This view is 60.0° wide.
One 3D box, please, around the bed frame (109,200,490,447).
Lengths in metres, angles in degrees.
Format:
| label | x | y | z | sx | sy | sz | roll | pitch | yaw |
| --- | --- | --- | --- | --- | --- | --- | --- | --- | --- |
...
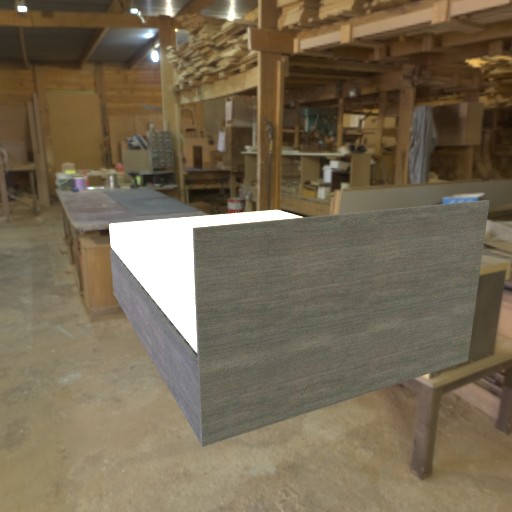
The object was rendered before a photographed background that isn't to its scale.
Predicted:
| label | x | y | z | sx | sy | sz | roll | pitch | yaw |
| --- | --- | --- | --- | --- | --- | --- | --- | --- | --- |
| bed frame | 0.000 | 0.000 | 2.615 | 1.400 | 0.800 | 1.900 | -7 | 17 | -26 |
